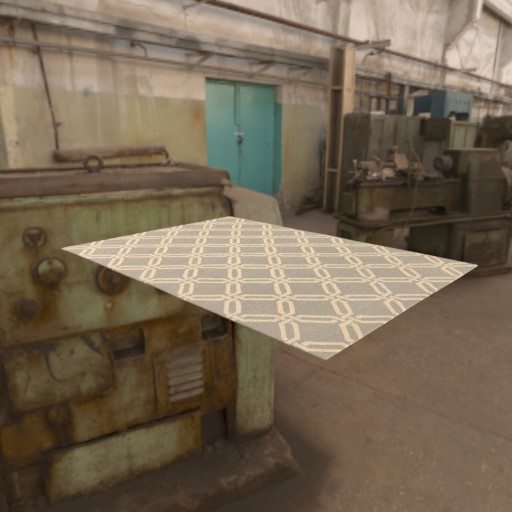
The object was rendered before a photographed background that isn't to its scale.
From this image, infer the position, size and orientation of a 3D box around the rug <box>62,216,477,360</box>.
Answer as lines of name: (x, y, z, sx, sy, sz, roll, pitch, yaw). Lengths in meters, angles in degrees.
rug: (0.000, 0.000, 2.767, 2.133, 0.013, 1.522, 15, 22, 42)
